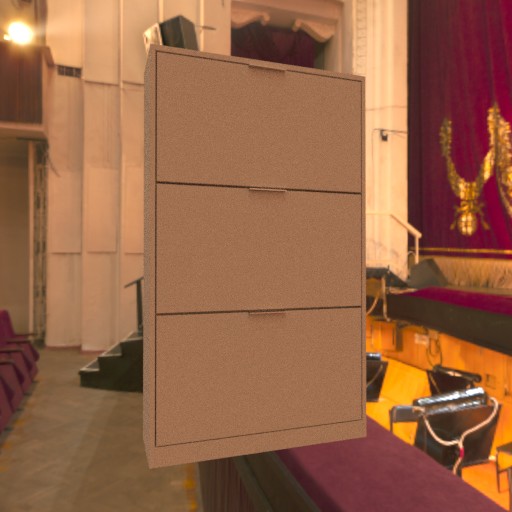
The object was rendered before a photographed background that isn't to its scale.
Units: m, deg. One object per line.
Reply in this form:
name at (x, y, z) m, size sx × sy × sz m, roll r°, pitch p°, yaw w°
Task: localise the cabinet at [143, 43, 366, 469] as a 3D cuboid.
cabinet at (0.000, 0.000, 1.559) m, size 0.750 × 1.280 × 0.250 m, roll 0°, pitch -1°, yaw -19°
